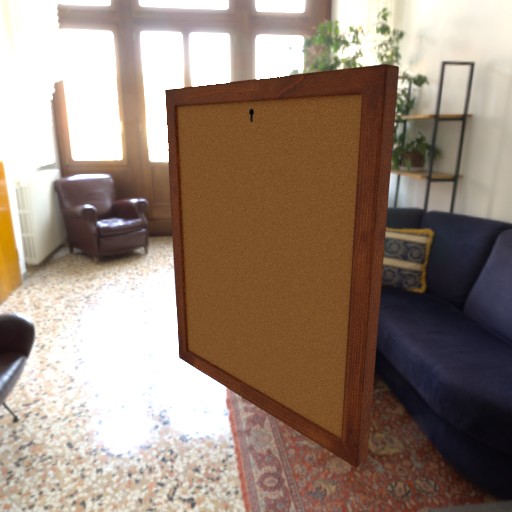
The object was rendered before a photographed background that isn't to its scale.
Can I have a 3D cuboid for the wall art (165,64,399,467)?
[{"bbox_3d":[0.000,0.000,0.754,0.030,0.558,0.462,-15,21,-42],"label":"wall art"}]
